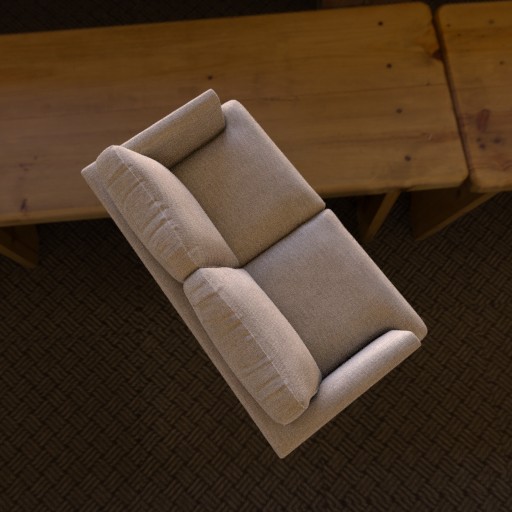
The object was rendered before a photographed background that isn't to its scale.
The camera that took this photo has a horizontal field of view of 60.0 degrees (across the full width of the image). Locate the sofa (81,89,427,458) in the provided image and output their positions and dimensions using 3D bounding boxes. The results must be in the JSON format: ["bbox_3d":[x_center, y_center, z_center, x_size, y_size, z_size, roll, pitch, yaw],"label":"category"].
[{"bbox_3d":[0.000,0.000,2.180,0.903,0.944,1.582,-36,78,-9],"label":"sofa"}]
